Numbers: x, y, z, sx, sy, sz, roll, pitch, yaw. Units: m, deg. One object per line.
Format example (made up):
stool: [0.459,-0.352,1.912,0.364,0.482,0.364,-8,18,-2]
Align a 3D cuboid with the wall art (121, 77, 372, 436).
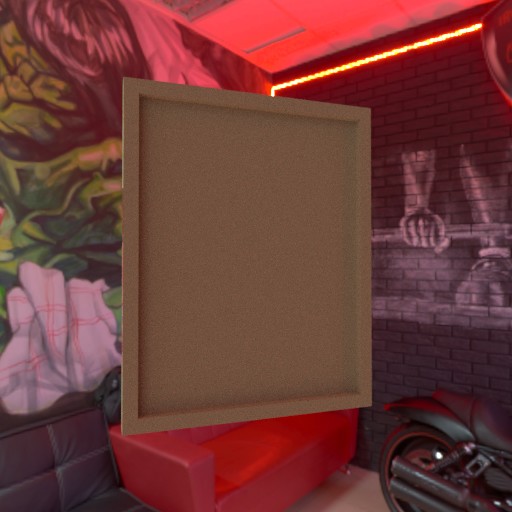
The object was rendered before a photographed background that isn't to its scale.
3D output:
wall art: [0.000,0.000,0.704,0.406,0.508,0.028,0,-1,-19]
